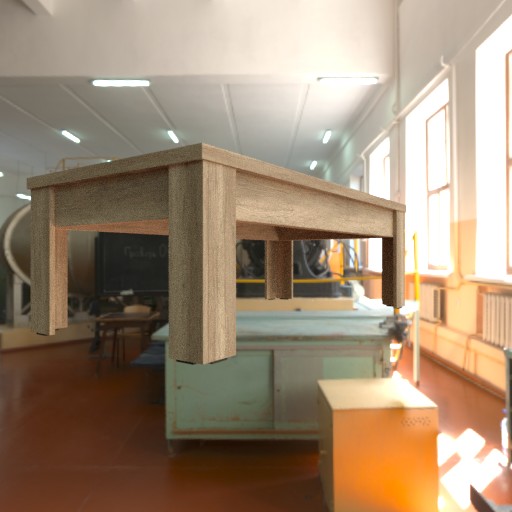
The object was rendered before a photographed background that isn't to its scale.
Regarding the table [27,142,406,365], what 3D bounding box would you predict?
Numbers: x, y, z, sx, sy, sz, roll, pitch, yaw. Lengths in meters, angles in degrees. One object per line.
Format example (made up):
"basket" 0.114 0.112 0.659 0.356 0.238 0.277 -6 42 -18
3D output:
"table" 0.000 0.000 1.653 0.700 0.460 1.350 0 0 36
